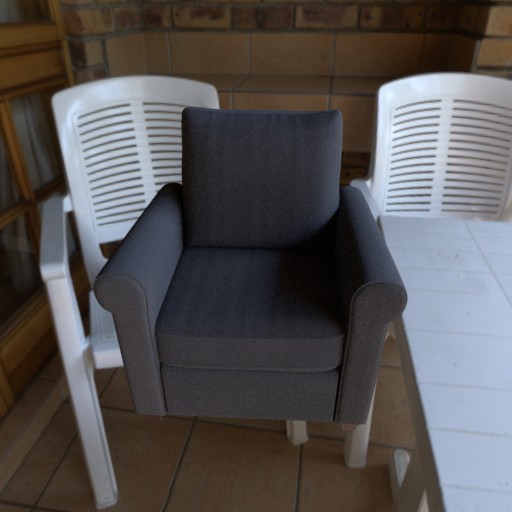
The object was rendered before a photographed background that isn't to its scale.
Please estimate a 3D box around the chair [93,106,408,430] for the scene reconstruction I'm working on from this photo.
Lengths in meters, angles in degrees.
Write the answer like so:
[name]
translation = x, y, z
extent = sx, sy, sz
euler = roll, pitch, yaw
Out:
[chair]
translation = 0.000, 0.000, 1.620
extent = 0.867, 0.942, 0.828
euler = 2, 30, 3
